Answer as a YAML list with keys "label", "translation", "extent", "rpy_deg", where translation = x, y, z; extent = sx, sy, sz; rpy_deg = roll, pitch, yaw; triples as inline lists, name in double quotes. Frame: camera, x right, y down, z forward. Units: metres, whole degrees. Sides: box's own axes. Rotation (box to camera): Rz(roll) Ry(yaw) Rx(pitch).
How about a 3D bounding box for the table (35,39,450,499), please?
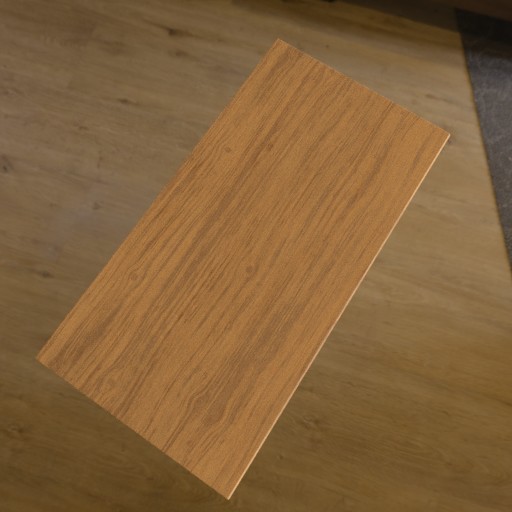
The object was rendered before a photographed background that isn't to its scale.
- label: "table"
  translation: [0.000, 0.000, 1.608]
  extent: [0.693, 0.445, 1.331]
  rpy_deg: [32, 78, 8]
